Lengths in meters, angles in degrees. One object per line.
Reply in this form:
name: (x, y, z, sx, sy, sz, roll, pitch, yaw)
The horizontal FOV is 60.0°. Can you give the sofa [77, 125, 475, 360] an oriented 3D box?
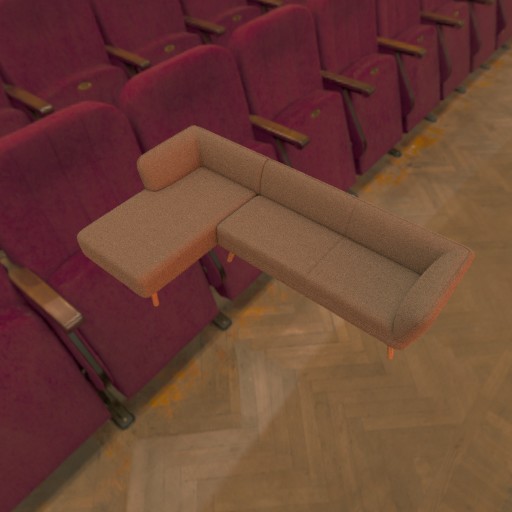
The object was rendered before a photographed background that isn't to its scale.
sofa: (0.000, 0.000, 3.388, 2.653, 0.693, 1.532, 30, 53, 26)
